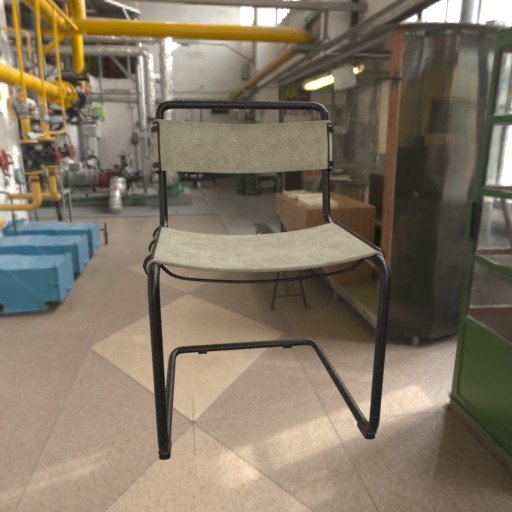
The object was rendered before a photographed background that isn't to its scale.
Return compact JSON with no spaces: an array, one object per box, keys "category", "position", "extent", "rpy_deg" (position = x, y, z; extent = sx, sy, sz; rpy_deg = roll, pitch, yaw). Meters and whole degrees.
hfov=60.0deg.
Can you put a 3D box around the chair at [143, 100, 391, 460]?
[{"category":"chair","position":[0.000,0.000,1.074],"extent":[0.499,0.747,0.497],"rpy_deg":[-2,15,-8]}]
